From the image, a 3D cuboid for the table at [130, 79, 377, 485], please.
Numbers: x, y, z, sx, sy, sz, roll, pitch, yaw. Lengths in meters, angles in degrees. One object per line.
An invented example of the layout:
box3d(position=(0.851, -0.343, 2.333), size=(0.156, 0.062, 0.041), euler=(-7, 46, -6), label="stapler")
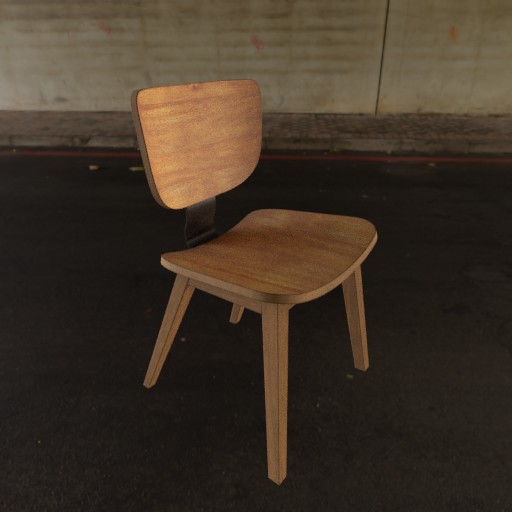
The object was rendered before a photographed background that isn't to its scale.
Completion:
box3d(position=(0.000, 0.000, 1.127), size=(0.500, 0.805, 0.499), euler=(18, 31, 32), label="table")
